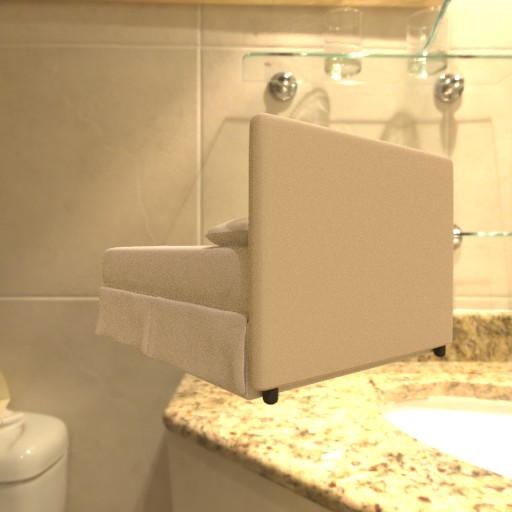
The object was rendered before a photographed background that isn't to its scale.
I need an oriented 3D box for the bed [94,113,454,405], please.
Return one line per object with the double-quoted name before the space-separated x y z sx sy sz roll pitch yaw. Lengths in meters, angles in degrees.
"bed" 0.000 0.000 3.259 1.714 1.330 2.147 -1 1 -38
